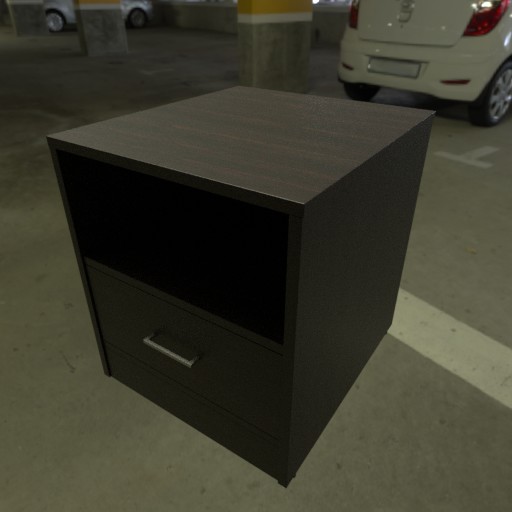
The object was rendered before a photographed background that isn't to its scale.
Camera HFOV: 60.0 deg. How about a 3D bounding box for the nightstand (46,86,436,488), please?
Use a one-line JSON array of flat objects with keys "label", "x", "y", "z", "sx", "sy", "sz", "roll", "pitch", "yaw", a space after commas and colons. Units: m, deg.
[{"label": "nightstand", "x": 0.000, "y": 0.000, "z": 0.778, "sx": 0.400, "sy": 0.460, "sz": 0.461, "roll": 19, "pitch": 36, "yaw": 29}]
